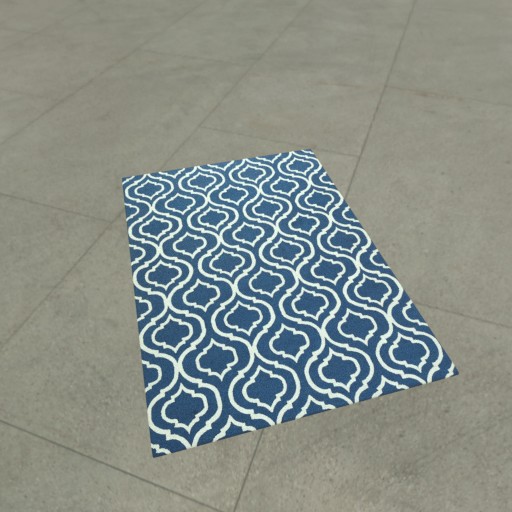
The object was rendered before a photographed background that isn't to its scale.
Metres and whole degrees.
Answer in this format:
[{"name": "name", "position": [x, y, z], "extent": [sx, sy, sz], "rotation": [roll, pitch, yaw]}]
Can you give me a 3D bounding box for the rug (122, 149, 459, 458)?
[{"name": "rug", "position": [0.000, 0.000, 2.789], "extent": [1.524, 0.010, 2.134], "rotation": [-11, 47, -11]}]
